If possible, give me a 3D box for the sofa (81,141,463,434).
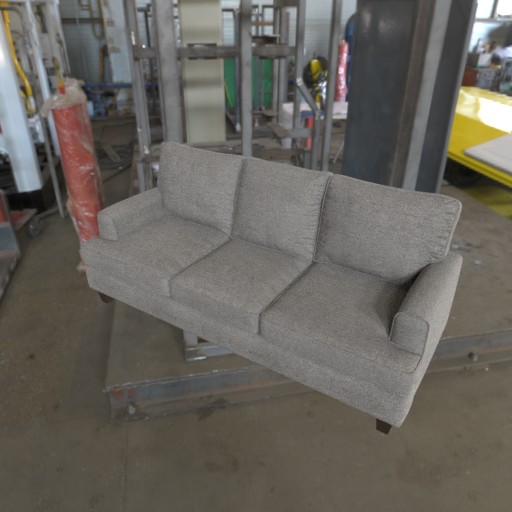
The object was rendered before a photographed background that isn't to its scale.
[{"bbox_3d":[0.000,0.000,2.664,2.158,0.965,0.951,18,34,28],"label":"sofa"}]
